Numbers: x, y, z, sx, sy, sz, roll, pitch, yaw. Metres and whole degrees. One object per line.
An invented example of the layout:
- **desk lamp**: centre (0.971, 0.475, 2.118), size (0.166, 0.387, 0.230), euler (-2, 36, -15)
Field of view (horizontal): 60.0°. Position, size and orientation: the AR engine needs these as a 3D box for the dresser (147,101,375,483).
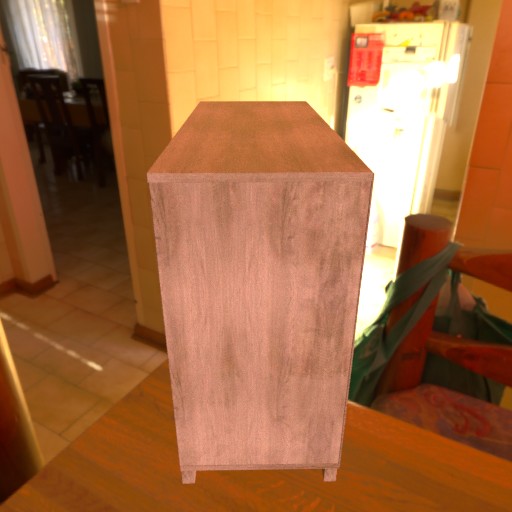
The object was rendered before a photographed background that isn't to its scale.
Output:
- **dresser**: centre (0.000, 0.000, 1.408), size (0.404, 0.816, 0.994), euler (0, 26, -1)
